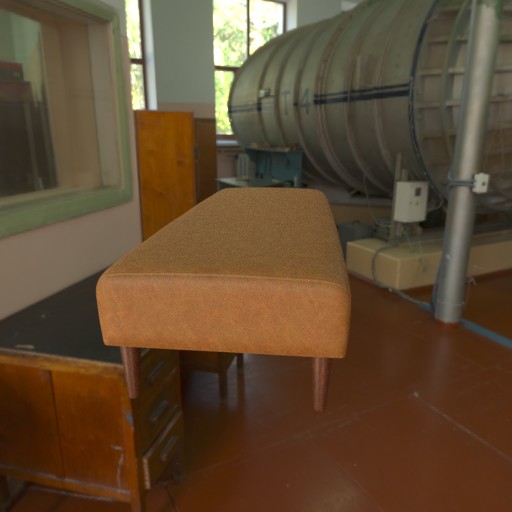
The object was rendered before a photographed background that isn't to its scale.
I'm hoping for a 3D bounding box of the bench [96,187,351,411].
[{"bbox_3d":[0.000,0.000,1.853,0.653,0.399,1.610,2,16,6],"label":"bench"}]
